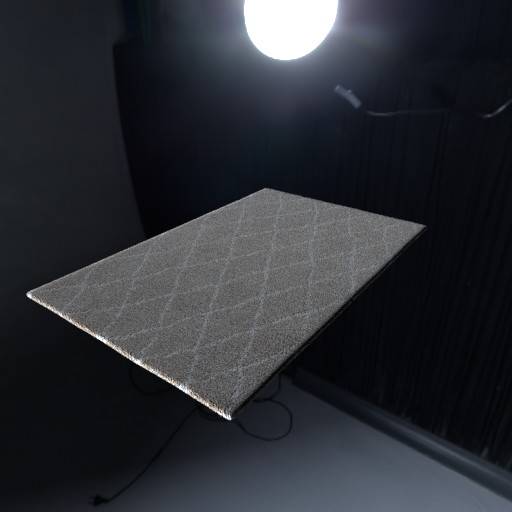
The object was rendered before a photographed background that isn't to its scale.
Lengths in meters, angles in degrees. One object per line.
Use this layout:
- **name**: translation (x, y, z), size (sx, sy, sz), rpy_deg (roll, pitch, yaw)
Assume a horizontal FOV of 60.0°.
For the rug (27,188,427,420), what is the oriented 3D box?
- **rug**: translation (0.000, 0.000, 3.451), size (1.778, 0.030, 2.743), rpy_deg (19, 33, 32)
